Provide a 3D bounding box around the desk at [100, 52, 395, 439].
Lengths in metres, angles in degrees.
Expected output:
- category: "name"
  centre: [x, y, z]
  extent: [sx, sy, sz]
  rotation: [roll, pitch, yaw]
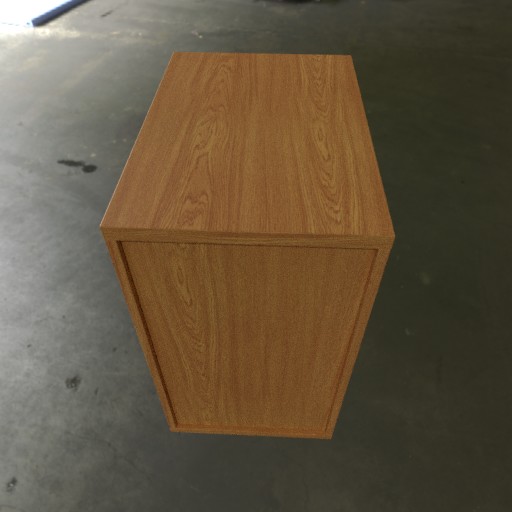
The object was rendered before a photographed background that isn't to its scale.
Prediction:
- category: "desk"
  centre: [0.000, 0.000, 1.074]
  extent: [0.404, 0.730, 0.600]
  rotation: [2, 47, 2]
